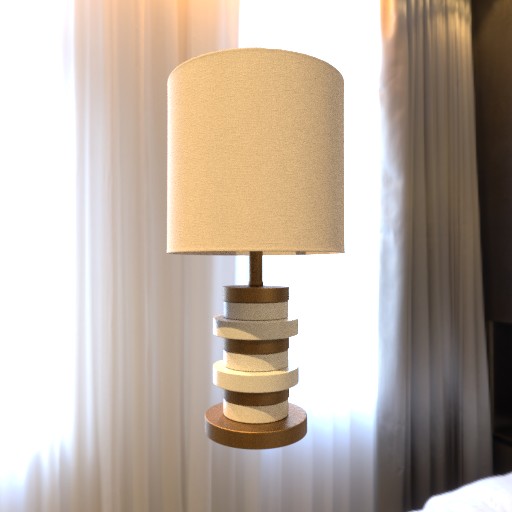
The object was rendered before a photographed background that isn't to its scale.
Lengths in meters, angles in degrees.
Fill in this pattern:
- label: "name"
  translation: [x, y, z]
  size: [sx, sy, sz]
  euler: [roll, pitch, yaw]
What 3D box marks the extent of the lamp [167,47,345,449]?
- label: "lamp"
  translation: [0.000, 0.000, 0.531]
  size: [0.210, 0.410, 0.210]
  euler: [-1, -1, 35]
